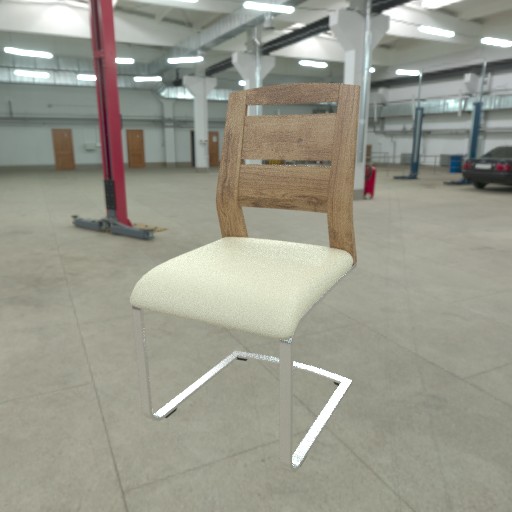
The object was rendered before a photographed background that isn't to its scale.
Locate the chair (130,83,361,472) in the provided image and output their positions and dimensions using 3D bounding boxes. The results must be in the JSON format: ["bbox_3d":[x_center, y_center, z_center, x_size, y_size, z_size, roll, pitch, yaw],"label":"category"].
[{"bbox_3d":[0.000,0.000,1.243,0.457,0.955,0.561,8,16,27],"label":"chair"}]
